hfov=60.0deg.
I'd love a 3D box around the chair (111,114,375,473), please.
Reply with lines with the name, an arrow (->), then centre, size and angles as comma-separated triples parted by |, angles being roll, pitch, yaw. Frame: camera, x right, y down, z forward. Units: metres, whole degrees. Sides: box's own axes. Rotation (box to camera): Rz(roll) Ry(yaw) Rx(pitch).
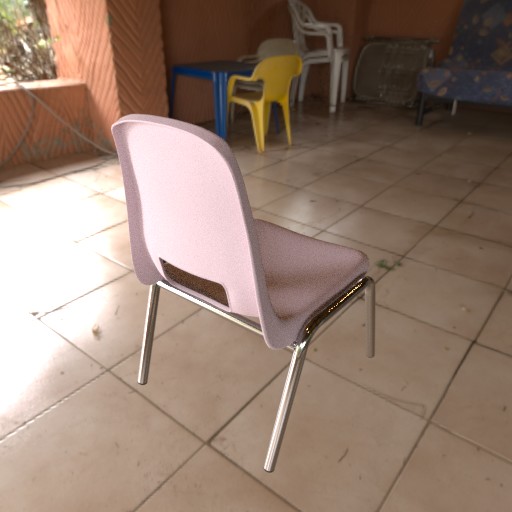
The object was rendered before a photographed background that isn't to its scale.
chair -> 0.000, 0.000, 0.783 | 0.354, 0.536, 0.385 | 20, 35, 32
